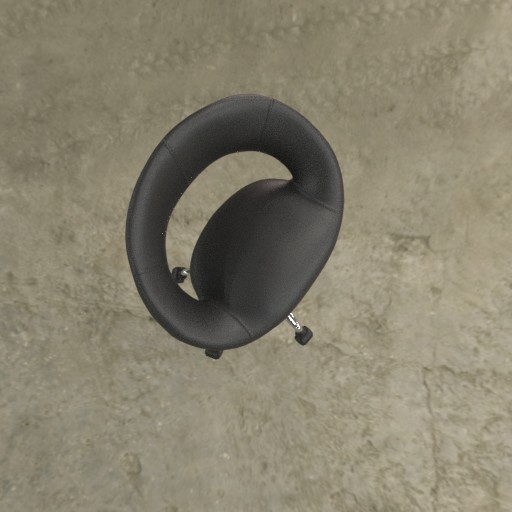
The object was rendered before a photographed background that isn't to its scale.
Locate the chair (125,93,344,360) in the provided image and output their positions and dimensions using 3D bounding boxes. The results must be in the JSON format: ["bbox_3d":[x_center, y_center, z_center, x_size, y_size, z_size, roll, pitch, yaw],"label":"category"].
[{"bbox_3d":[0.000,0.000,1.212,0.538,0.791,0.612,35,78,8],"label":"chair"}]
